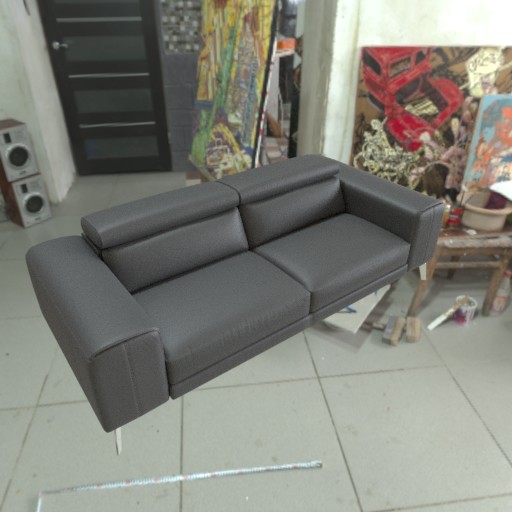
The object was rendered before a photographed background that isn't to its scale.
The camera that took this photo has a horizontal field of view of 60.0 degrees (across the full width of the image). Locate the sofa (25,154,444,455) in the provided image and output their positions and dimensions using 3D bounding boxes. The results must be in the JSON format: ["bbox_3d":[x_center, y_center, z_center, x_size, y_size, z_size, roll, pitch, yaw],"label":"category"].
[{"bbox_3d":[0.000,0.000,2.681,2.321,0.759,1.023,-22,38,-30],"label":"sofa"}]
